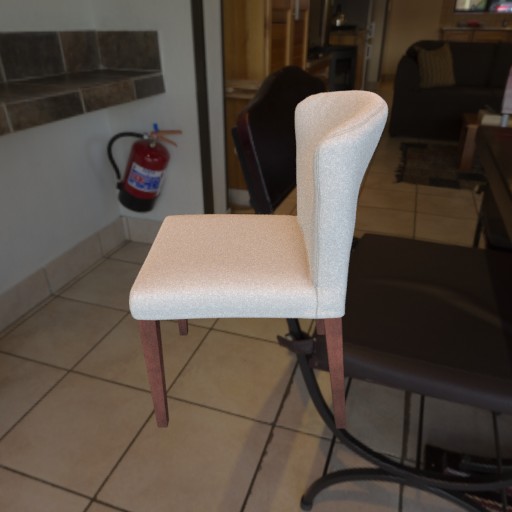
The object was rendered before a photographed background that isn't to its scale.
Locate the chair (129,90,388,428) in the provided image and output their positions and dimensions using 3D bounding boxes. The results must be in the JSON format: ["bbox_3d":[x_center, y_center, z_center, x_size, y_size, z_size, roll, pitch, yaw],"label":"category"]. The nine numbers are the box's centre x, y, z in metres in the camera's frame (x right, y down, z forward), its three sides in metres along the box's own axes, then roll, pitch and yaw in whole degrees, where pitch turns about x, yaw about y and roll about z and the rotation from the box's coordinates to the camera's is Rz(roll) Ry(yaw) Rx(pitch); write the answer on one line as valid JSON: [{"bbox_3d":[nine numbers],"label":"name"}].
[{"bbox_3d":[0.000,0.000,1.216,0.592,0.839,0.491,0,28,0],"label":"chair"}]
